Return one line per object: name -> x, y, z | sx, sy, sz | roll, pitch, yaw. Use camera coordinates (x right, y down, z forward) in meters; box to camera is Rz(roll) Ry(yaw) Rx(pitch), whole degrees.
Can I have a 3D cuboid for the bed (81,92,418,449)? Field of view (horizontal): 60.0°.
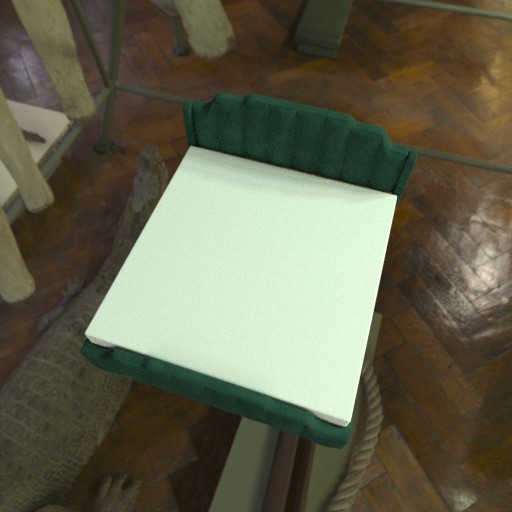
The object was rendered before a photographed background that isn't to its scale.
bed -> 0.000, 0.000, 3.608 | 2.074, 1.245, 2.340 | 16, 60, 9
